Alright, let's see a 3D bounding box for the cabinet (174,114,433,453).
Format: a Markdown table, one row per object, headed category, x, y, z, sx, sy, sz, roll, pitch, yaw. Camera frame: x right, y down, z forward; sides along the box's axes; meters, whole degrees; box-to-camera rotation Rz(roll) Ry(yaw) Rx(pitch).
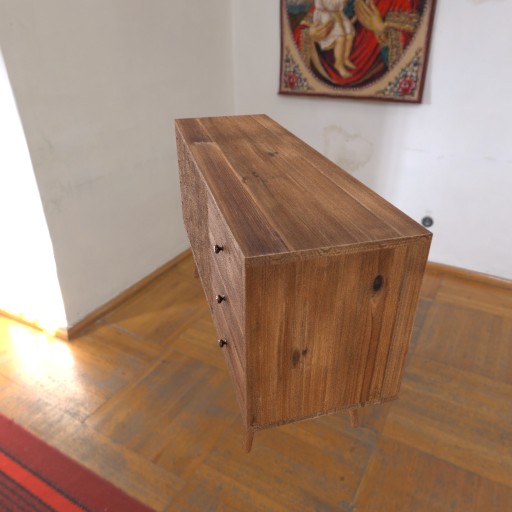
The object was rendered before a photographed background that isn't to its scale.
| category | x | y | z | sx | sy | sz | roll | pitch | yaw |
| --- | --- | --- | --- | --- | --- | --- | --- | --- | --- |
| cabinet | 0.000 | 0.000 | 1.754 | 0.472 | 0.800 | 1.400 | -7 | 30 | -13 |
